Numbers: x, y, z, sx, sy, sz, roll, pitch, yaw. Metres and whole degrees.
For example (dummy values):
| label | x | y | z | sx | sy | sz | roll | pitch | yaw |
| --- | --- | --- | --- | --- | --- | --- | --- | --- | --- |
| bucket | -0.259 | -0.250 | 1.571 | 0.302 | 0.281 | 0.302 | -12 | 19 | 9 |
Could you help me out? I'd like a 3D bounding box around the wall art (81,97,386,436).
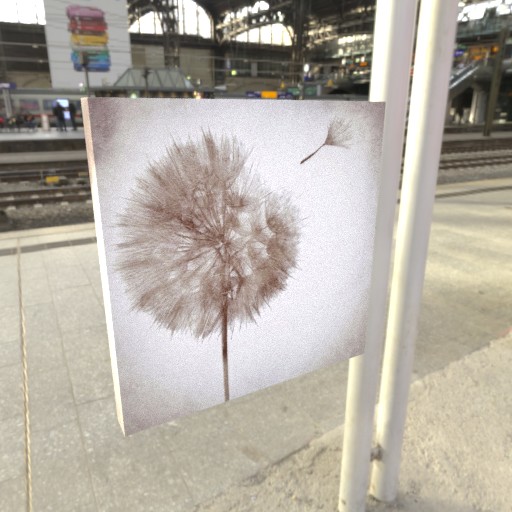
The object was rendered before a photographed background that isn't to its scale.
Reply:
| label | x | y | z | sx | sy | sz | roll | pitch | yaw |
| --- | --- | --- | --- | --- | --- | --- | --- | --- | --- |
| wall art | 0.000 | 0.000 | 0.457 | 0.303 | 0.303 | 0.028 | -10 | 21 | -28 |
